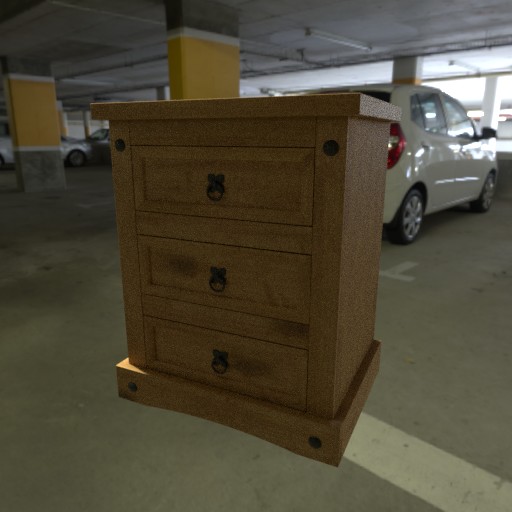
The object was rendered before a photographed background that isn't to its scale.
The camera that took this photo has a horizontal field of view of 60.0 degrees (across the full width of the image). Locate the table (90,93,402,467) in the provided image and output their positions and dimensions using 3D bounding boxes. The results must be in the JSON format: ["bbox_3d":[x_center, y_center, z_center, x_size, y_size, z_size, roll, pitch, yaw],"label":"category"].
[{"bbox_3d":[0.000,0.000,1.263,0.660,0.813,0.500,7,17,25],"label":"table"}]
